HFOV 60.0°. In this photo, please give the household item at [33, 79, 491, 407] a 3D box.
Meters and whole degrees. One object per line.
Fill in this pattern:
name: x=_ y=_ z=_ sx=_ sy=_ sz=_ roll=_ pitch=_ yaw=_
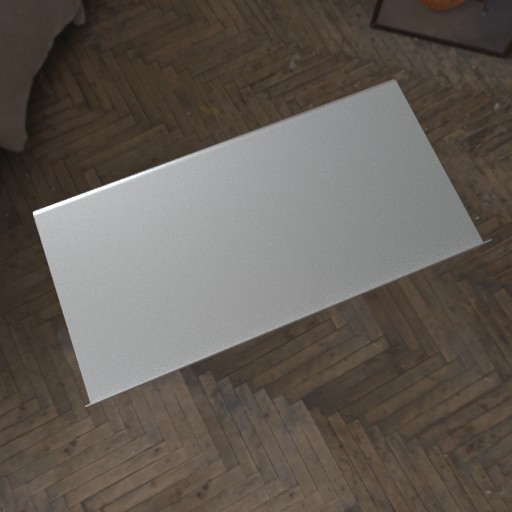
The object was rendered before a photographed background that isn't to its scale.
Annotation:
household item: x=0.000 y=0.000 z=1.704 sx=1.219 sy=0.851 sz=0.610 roll=-22 pitch=78 yaw=-5
